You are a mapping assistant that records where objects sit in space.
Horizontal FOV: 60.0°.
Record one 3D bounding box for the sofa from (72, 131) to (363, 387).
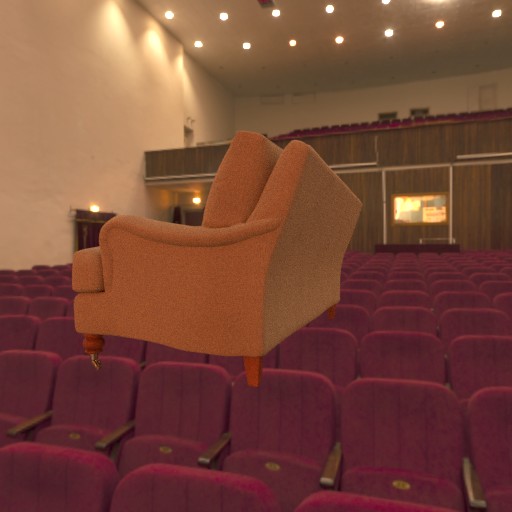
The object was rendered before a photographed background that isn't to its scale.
[{"bbox_3d":[0.000,0.000,2.714,1.091,0.997,2.070,0,0,19],"label":"sofa"}]
